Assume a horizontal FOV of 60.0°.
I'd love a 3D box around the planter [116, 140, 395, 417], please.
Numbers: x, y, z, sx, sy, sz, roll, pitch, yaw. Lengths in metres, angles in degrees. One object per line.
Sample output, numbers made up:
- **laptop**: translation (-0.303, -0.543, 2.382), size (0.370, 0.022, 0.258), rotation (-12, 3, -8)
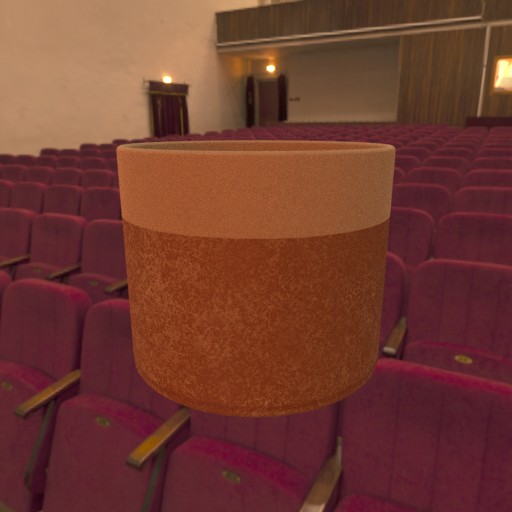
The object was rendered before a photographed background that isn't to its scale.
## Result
- **planter**: translation (0.000, 0.000, 0.282), size (0.159, 0.138, 0.159), rotation (0, 16, 0)
